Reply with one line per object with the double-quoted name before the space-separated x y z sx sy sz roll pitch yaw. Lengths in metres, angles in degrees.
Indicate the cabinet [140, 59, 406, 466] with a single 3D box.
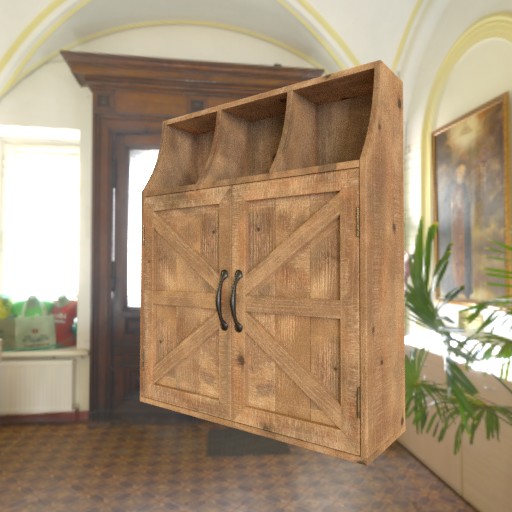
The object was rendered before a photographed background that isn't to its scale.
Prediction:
"cabinet" 0.000 0.000 0.822 0.489 0.590 0.184 -1 -1 37
